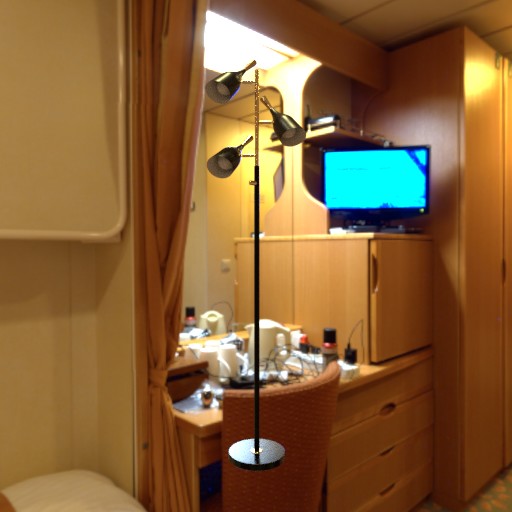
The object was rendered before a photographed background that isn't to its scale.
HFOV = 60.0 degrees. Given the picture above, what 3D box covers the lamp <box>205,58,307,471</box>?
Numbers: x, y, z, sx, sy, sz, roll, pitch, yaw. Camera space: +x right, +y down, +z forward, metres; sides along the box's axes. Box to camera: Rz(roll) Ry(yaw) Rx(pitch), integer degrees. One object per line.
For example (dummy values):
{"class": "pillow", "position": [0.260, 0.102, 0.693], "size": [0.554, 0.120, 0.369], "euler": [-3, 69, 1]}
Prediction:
{"class": "lamp", "position": [0.000, 0.000, 1.947], "size": [0.434, 1.778, 0.253], "euler": [0, 1, 0]}
